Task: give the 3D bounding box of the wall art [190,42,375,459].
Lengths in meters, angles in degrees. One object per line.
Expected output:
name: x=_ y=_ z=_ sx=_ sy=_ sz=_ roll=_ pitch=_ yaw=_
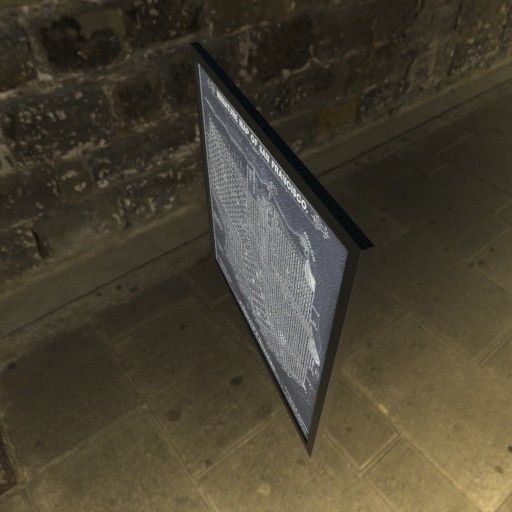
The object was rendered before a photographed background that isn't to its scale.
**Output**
wall art: x=0.000 y=0.000 z=1.171 sx=0.022 sy=0.807 sz=0.807 roll=-17 pitch=49 yaw=-16
